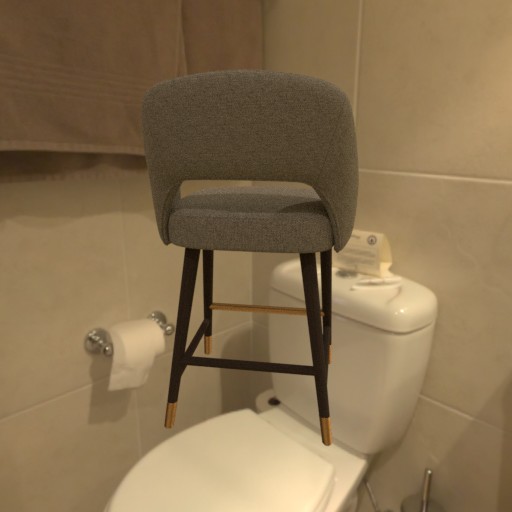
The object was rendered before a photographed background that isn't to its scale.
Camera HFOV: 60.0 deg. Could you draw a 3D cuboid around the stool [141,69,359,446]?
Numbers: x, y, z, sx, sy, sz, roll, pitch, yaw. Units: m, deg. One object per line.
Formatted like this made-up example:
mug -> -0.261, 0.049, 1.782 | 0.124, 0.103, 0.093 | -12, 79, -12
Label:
stool -> 0.000, 0.000, 1.253 | 0.536, 0.925, 0.524 | 3, 17, 9
